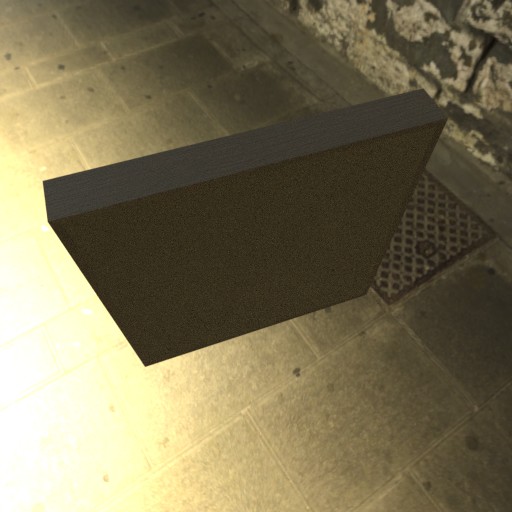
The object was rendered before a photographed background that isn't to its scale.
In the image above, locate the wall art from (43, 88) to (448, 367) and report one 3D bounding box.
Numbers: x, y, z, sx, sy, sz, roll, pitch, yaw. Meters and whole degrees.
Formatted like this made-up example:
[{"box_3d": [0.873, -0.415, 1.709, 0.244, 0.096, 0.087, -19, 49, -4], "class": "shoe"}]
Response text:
[{"box_3d": [0.000, 0.000, 0.457, 0.304, 0.303, 0.038, -16, 60, -10], "class": "wall art"}]
